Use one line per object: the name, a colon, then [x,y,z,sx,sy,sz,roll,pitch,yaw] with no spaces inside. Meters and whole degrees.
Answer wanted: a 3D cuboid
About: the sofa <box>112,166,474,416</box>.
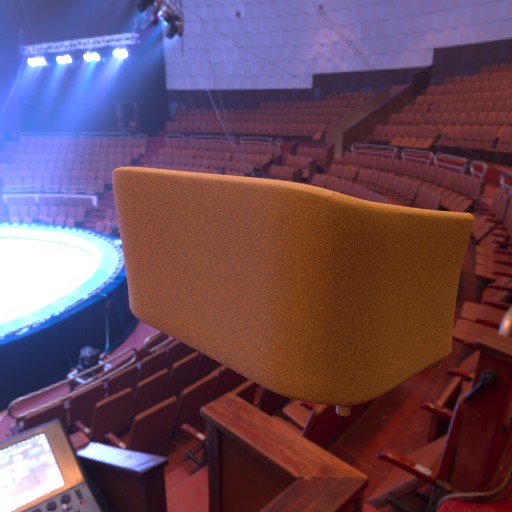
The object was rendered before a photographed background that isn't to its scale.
sofa: [0.000,0.000,1.841,0.705,0.721,1.452,-15,21,-43]
